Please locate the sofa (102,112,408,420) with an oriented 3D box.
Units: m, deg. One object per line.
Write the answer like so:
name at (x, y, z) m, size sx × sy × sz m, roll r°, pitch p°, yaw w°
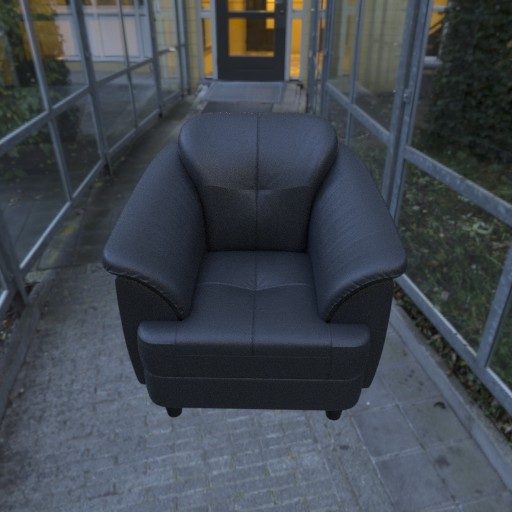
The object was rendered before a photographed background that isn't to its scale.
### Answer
sofa at (0.000, 0.000, 1.527) m, size 0.870 × 0.811 × 0.794 m, roll 1°, pitch 30°, yaw 1°
